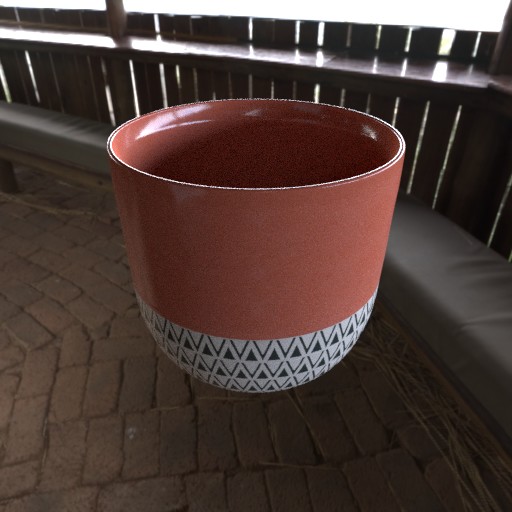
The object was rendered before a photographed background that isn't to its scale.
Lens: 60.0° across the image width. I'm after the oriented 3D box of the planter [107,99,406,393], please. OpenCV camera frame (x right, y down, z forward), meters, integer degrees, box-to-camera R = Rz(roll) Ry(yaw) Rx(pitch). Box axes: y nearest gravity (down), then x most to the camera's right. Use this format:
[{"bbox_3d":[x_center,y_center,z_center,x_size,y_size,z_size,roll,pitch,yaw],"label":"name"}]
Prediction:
[{"bbox_3d":[0.000,0.000,0.480,0.266,0.270,0.266,0,32,0],"label":"planter"}]
